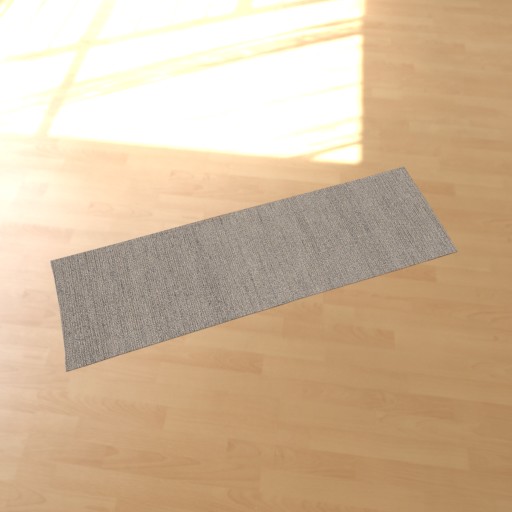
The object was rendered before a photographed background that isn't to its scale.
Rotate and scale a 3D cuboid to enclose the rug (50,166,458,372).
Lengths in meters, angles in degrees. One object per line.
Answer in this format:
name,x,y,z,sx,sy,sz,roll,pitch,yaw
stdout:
rug,0.000,0.000,2.622,2.320,0.032,0.692,-16,62,-9
